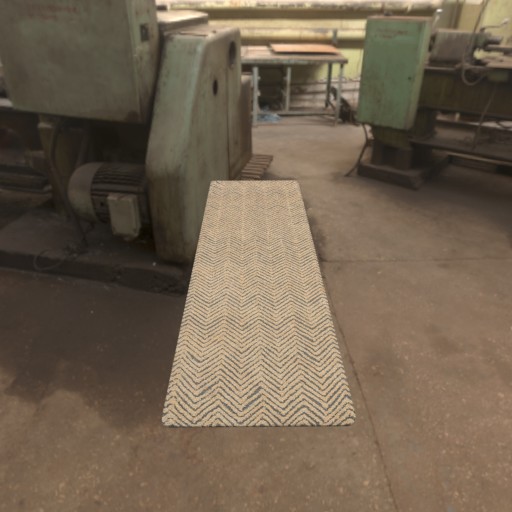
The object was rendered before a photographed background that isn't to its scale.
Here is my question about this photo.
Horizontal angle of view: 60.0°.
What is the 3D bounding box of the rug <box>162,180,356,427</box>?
[{"bbox_3d":[0.000,0.000,2.517,0.686,0.008,2.286,0,31,0],"label":"rug"}]
